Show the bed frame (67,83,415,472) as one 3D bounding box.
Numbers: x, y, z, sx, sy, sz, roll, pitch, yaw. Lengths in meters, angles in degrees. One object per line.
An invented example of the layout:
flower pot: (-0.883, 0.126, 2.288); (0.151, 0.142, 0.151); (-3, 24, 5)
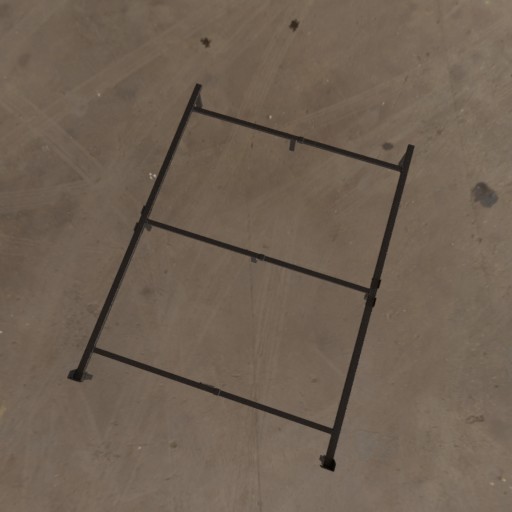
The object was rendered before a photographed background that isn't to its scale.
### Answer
bed frame: (0.000, 0.000, 2.691); (1.498, 0.248, 1.990); (18, 76, 5)
